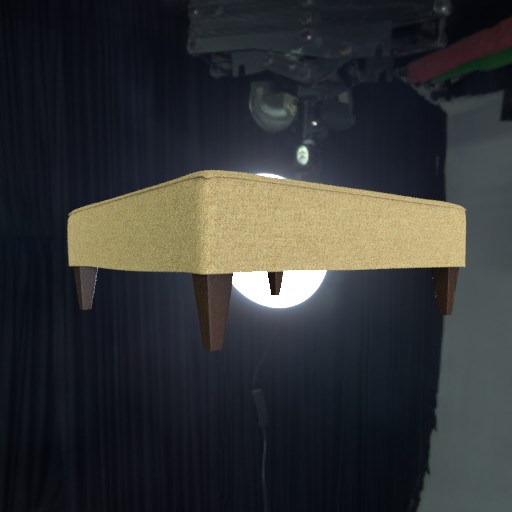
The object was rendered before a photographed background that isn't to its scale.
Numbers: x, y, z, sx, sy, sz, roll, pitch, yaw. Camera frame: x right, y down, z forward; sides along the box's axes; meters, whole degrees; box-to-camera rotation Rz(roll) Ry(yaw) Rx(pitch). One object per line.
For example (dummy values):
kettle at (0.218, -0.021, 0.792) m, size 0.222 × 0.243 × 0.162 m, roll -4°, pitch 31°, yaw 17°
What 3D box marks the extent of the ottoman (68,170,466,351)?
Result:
ottoman at (0.000, 0.000, 1.501) m, size 0.981 × 0.378 × 0.970 m, roll 0°, pitch 0°, yaw -37°
